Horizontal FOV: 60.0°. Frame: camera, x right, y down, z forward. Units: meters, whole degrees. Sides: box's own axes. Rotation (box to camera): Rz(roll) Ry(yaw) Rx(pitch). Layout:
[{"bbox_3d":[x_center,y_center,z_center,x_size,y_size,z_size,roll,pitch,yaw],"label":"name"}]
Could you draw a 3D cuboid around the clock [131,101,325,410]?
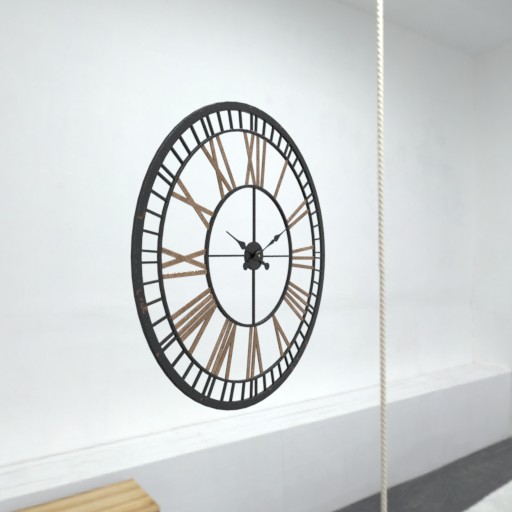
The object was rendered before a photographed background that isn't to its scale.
[{"bbox_3d":[0.000,0.000,1.252,0.025,0.843,0.843,0,0,37],"label":"clock"}]
